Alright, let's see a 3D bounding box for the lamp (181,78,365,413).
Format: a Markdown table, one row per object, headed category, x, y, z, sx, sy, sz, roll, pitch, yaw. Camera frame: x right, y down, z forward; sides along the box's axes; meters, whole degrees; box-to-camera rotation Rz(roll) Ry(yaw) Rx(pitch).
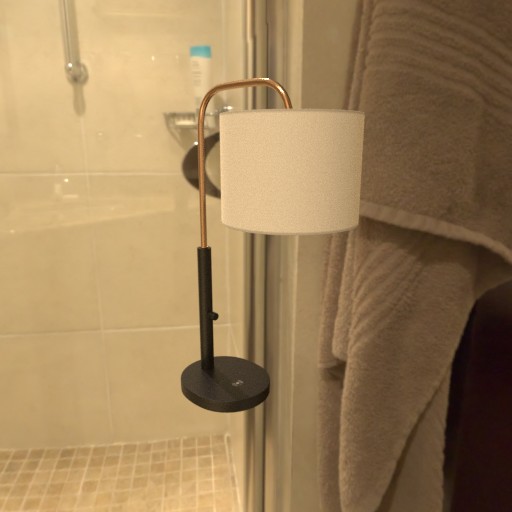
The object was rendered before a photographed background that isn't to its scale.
| category | x | y | z | sx | sy | sz | roll | pitch | yaw |
| --- | --- | --- | --- | --- | --- | --- | --- | --- | --- |
| lamp | 0.000 | 0.000 | 0.718 | 0.337 | 0.540 | 0.199 | 14 | 20 | 43 |
